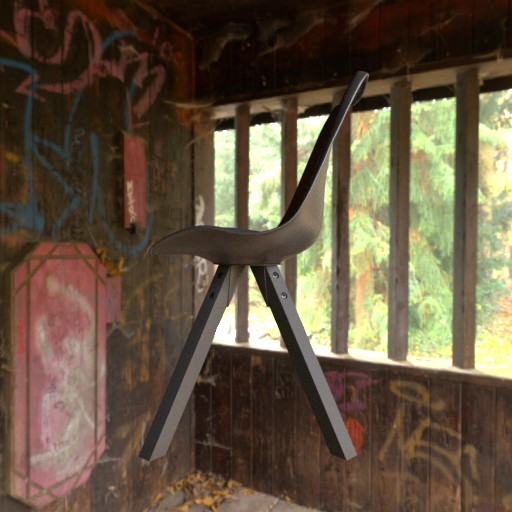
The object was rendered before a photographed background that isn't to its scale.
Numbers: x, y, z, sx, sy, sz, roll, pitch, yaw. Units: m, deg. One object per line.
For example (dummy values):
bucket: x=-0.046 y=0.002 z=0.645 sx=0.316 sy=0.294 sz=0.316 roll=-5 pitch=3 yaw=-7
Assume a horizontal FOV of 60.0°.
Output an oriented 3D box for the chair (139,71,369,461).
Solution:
chair: x=0.000 y=0.000 z=1.137 sx=0.530 sy=0.850 sz=0.485 roll=0 pitch=1 yaw=-1
